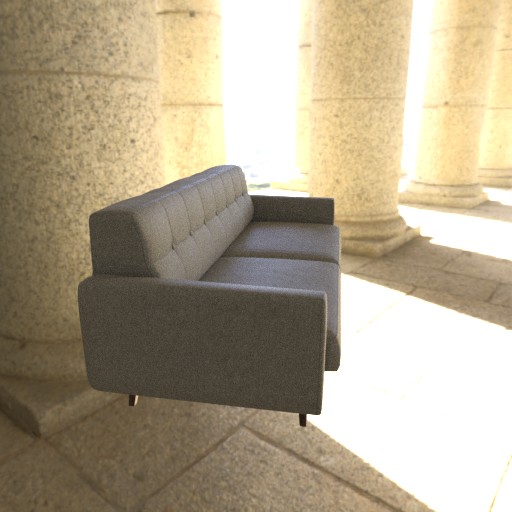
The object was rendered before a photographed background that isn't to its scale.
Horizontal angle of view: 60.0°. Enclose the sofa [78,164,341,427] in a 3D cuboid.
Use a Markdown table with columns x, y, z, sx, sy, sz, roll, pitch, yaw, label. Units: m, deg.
| x | y | z | sx | sy | sz | roll | pitch | yaw | label |
| --- | --- | --- | --- | --- | --- | --- | --- | --- | --- |
| 0.000 | 0.000 | 2.534 | 0.968 | 0.873 | 2.055 | 3 | 17 | 10 | sofa |
